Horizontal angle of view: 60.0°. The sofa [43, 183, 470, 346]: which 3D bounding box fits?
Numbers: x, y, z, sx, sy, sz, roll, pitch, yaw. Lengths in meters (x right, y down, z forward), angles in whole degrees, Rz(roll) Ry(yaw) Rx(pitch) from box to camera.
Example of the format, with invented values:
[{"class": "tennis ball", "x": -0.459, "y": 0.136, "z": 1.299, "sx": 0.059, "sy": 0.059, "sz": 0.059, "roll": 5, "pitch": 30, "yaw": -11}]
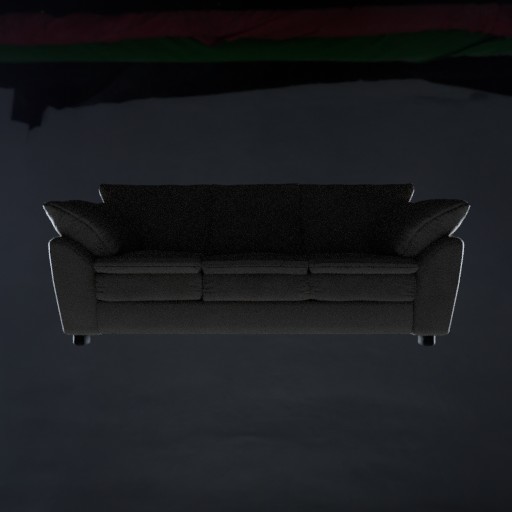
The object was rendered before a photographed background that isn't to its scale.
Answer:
[{"class": "sofa", "x": 0.000, "y": 0.000, "z": 2.795, "sx": 2.334, "sy": 0.996, "sz": 0.878, "roll": 0, "pitch": 0, "yaw": 0}]
